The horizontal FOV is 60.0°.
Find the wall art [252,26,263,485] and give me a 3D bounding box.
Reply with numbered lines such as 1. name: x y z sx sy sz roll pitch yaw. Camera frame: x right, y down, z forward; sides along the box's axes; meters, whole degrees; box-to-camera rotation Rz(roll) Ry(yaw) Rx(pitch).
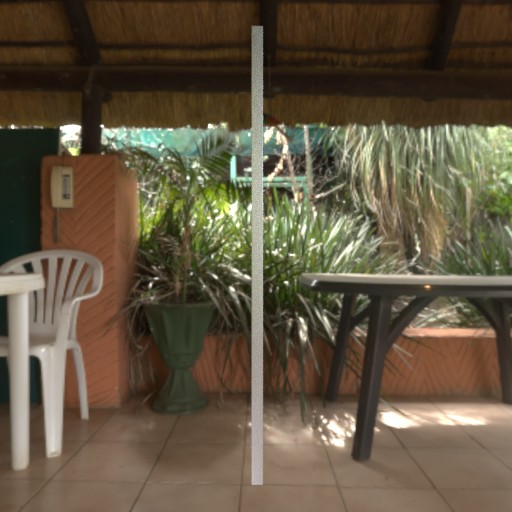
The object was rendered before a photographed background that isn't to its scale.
1. wall art: 0.000 0.000 0.698 0.013 0.529 0.376 0 -1 0
